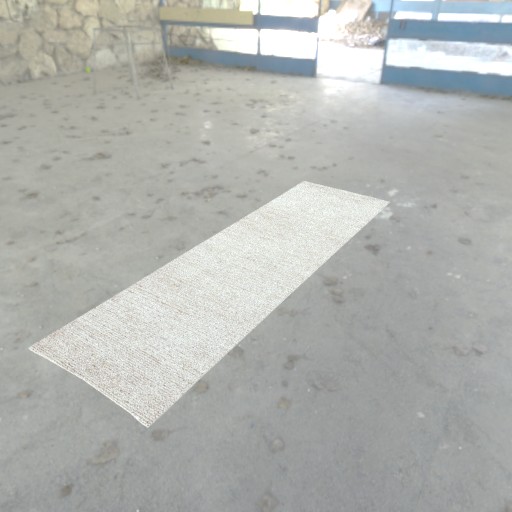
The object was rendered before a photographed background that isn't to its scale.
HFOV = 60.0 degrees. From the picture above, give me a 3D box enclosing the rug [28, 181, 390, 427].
[{"bbox_3d":[0.000,0.000,2.523,0.712,0.013,2.346,20,36,30],"label":"rug"}]
